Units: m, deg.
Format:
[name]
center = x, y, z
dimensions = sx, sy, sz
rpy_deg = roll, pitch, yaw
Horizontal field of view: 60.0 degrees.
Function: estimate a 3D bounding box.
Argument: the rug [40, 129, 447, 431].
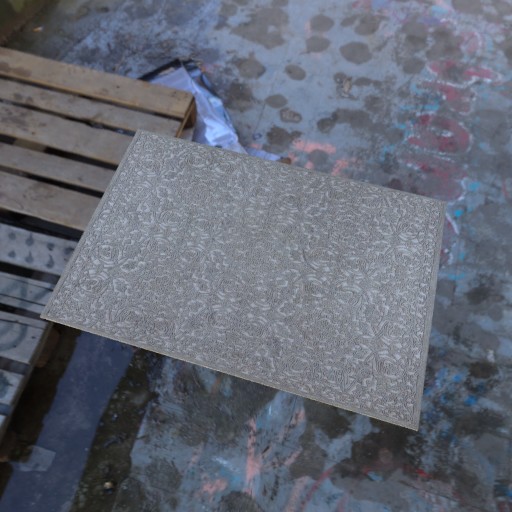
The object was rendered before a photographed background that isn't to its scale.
[rug]
center = 0.000, 0.000, 2.292
dimensions = 1.827, 0.006, 1.221
rpy_deg = 15, 65, 7
